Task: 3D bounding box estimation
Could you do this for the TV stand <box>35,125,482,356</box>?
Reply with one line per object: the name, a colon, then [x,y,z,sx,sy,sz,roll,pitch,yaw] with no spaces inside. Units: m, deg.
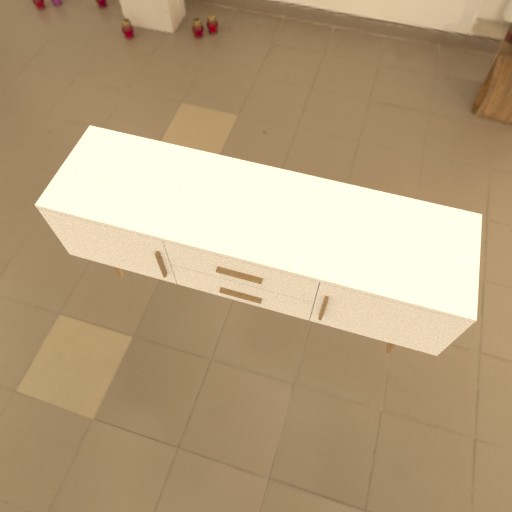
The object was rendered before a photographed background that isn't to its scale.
TV stand: [0.000,0.000,1.670,1.398,0.560,0.401,15,60,8]
